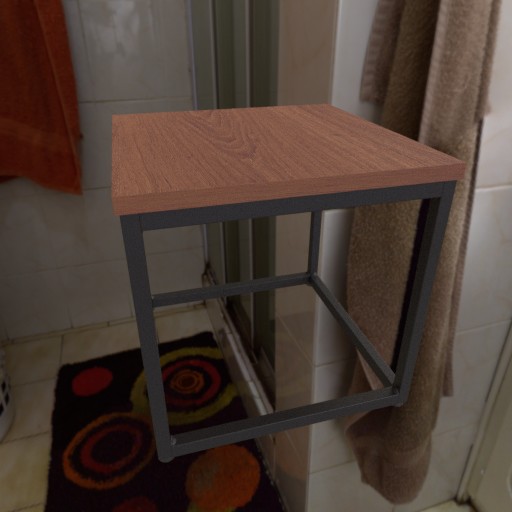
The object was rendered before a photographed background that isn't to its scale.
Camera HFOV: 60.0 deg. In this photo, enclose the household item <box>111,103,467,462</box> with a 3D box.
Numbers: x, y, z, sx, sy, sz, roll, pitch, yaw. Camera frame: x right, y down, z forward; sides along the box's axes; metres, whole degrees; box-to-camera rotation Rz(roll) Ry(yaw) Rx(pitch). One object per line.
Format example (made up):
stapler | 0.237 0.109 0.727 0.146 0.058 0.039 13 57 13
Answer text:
household item | 0.000 0.000 0.736 0.400 0.400 0.400 -8 30 -14
